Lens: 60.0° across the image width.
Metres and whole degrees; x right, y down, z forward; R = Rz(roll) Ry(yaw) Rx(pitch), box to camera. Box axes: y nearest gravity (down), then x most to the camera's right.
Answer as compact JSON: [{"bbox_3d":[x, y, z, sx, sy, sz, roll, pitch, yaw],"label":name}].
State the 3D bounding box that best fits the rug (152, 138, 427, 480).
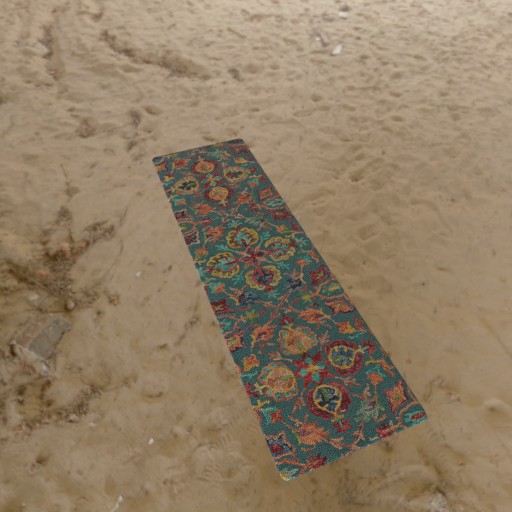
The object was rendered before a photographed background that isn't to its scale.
[{"bbox_3d":[0.000,0.000,2.519,0.686,0.013,2.286,-17,50,-14],"label":"rug"}]
